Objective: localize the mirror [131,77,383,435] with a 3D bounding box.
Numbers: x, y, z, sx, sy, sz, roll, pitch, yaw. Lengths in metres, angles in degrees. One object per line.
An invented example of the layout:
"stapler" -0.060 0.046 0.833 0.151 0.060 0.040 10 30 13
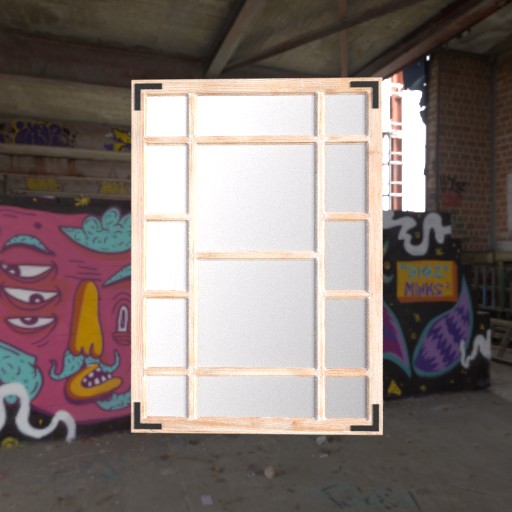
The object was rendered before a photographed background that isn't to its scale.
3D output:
"mirror" 0.000 0.000 1.252 0.705 0.996 0.025 0 0 1
